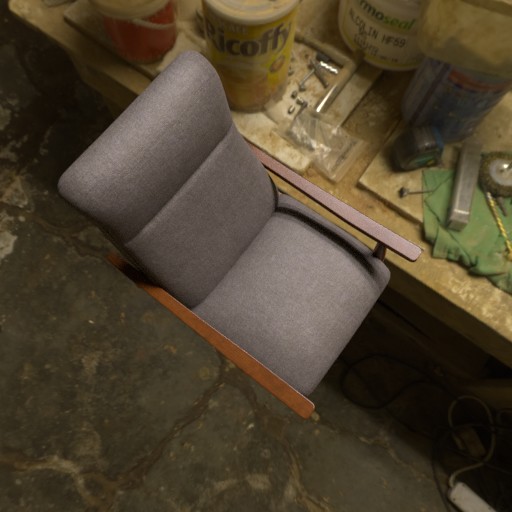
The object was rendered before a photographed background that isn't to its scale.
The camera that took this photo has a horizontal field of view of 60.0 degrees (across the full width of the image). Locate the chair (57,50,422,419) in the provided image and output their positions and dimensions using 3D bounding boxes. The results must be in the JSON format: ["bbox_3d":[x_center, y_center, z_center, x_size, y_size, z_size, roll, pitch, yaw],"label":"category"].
[{"bbox_3d":[0.000,0.000,1.756,1.014,1.081,0.762,36,77,10],"label":"chair"}]
